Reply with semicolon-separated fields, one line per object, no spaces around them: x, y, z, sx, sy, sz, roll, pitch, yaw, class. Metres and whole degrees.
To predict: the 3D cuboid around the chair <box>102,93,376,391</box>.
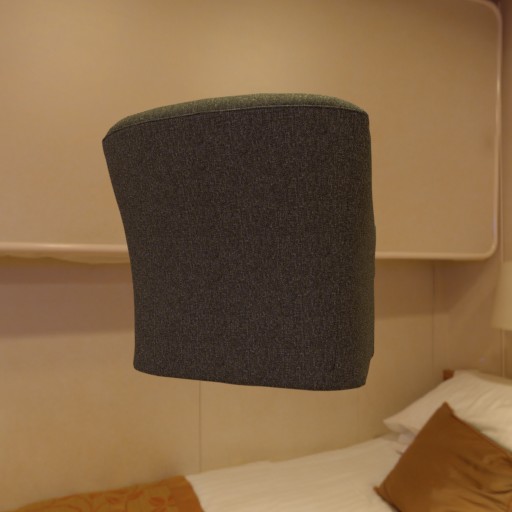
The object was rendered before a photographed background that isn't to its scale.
0.000;0.000;1.617;0.864;0.856;0.923;0;-1;19;chair
